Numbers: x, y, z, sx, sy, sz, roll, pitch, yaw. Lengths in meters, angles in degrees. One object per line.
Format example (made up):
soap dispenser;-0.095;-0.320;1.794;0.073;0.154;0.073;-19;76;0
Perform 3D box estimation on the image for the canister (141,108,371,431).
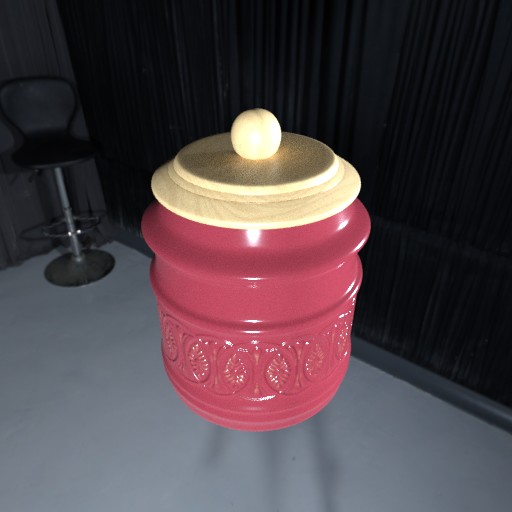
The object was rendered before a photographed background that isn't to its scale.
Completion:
canister;0.000;0.000;0.272;0.130;0.176;0.130;0;33;0
